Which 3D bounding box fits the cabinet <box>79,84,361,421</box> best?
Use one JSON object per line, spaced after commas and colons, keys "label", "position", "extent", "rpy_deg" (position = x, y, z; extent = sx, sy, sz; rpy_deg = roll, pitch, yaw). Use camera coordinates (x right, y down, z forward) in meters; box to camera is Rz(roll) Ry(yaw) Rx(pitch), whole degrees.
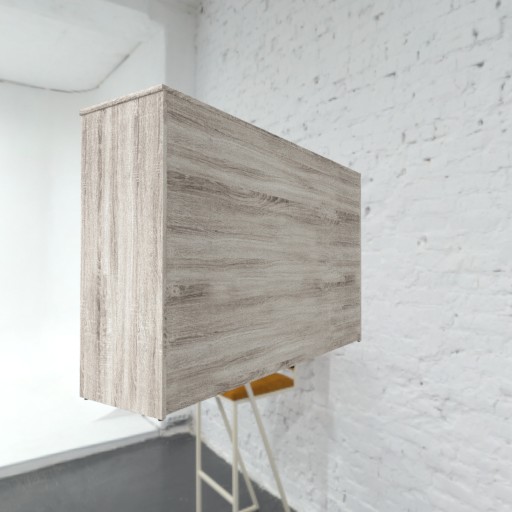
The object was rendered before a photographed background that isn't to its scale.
{"label": "cabinet", "position": [0.000, 0.000, 1.883], "extent": [0.380, 0.900, 1.450], "rpy_deg": [-1, -1, 34]}
